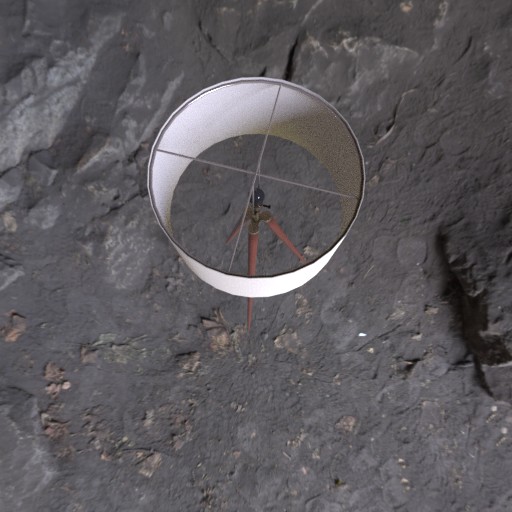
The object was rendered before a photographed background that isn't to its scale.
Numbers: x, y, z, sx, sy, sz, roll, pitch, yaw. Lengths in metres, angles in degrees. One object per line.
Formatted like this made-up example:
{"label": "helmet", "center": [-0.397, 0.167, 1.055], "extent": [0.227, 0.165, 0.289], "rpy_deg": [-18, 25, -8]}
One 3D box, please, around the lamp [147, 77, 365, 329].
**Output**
{"label": "lamp", "center": [0.000, 0.000, 1.734], "extent": [0.483, 1.553, 0.483], "rpy_deg": [14, 77, 3]}
